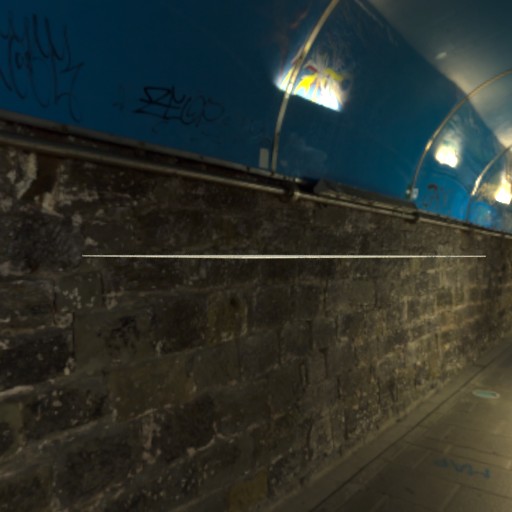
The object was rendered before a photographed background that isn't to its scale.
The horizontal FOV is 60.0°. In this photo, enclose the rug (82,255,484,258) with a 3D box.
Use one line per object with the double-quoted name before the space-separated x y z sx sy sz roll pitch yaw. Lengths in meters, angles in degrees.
"rug" 0.000 0.000 4.301 2.438 0.006 3.197 0 0 -35
